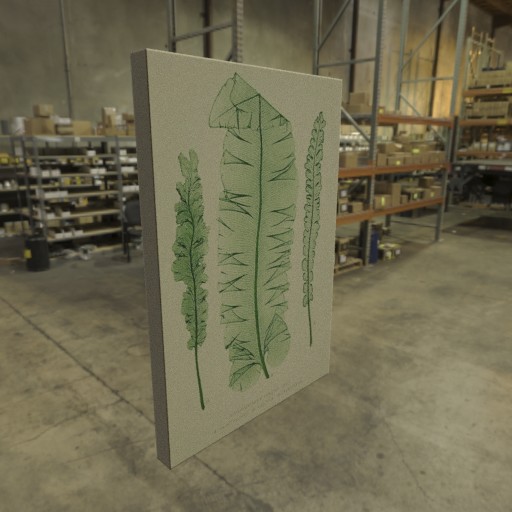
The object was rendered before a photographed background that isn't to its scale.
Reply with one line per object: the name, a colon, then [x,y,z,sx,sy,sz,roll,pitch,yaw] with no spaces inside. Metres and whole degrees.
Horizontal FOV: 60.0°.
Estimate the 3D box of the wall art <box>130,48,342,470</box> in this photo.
wall art: [0.000,0.000,0.773,0.038,0.608,0.418,14,20,43]
